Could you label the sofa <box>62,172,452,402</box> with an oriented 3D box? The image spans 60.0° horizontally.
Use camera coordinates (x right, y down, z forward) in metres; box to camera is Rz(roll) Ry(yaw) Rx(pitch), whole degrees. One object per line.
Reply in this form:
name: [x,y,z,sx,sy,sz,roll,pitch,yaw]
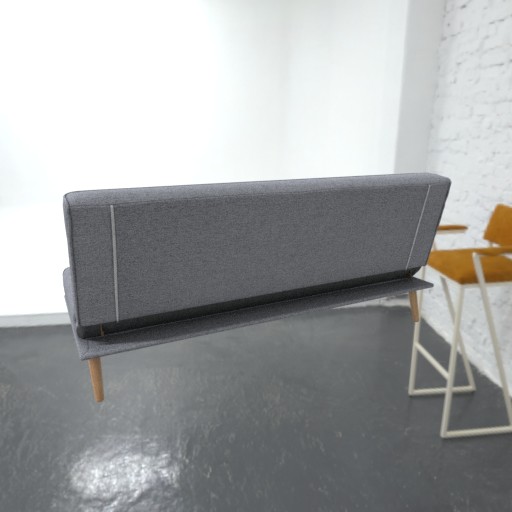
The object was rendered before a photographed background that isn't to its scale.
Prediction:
sofa: [0.000,0.000,2.289,1.820,0.830,0.810,-8,17,-26]
